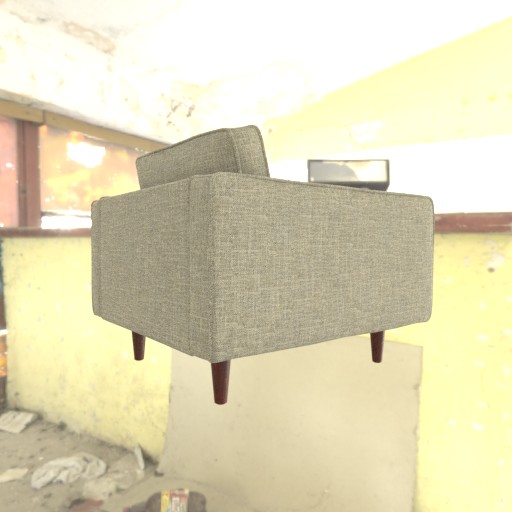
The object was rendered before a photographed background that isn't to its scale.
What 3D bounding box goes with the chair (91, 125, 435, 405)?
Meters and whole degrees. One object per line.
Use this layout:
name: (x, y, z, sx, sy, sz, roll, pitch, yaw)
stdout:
chair: (0.000, 0.000, 1.597, 0.914, 0.765, 0.889, -1, 2, -37)
